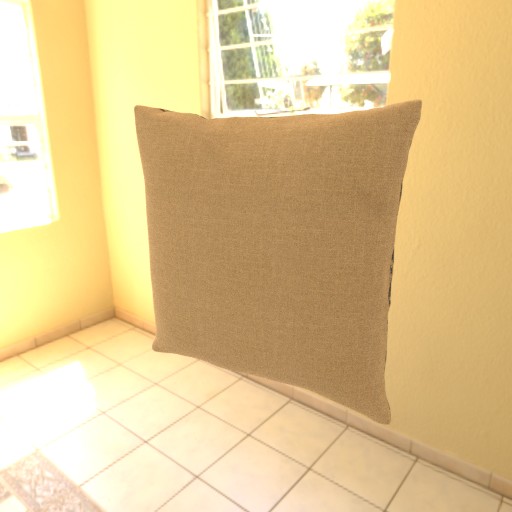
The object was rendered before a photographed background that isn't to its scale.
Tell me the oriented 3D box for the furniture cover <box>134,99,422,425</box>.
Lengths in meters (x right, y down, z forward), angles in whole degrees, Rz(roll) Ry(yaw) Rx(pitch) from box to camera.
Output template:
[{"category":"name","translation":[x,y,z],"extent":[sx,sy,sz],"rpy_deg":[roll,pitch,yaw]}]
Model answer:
[{"category":"furniture cover","translation":[0.000,0.000,0.656],"extent":[0.431,0.431,0.139],"rpy_deg":[10,20,28]}]
